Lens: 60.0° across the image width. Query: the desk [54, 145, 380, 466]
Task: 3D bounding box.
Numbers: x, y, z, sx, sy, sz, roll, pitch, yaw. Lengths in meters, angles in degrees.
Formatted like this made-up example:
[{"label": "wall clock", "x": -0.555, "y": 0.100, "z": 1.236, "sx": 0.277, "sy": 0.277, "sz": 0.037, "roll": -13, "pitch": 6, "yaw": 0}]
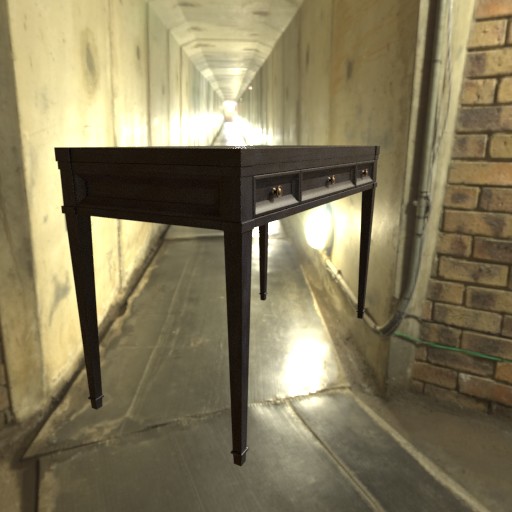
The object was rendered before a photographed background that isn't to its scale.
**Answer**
[{"label": "desk", "x": 0.000, "y": 0.000, "z": 1.791, "sx": 0.630, "sy": 0.861, "sz": 1.289, "roll": 8, "pitch": 16, "yaw": 28}]
